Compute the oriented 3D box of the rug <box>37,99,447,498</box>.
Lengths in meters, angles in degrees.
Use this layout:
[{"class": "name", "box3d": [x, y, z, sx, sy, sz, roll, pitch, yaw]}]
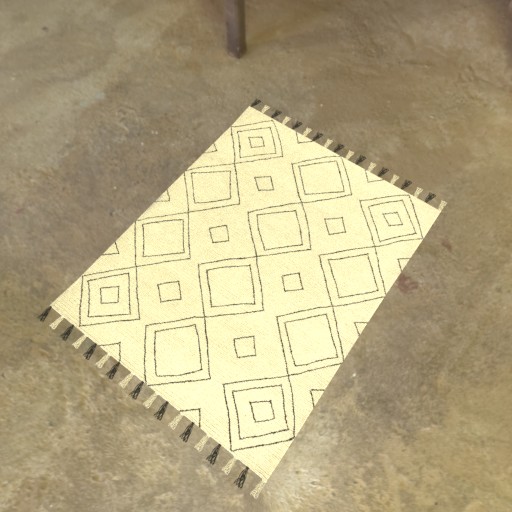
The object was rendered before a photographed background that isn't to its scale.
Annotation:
[{"class": "rug", "box3d": [0.000, 0.000, 4.108, 2.342, 0.026, 3.221, 33, 68, 15]}]
